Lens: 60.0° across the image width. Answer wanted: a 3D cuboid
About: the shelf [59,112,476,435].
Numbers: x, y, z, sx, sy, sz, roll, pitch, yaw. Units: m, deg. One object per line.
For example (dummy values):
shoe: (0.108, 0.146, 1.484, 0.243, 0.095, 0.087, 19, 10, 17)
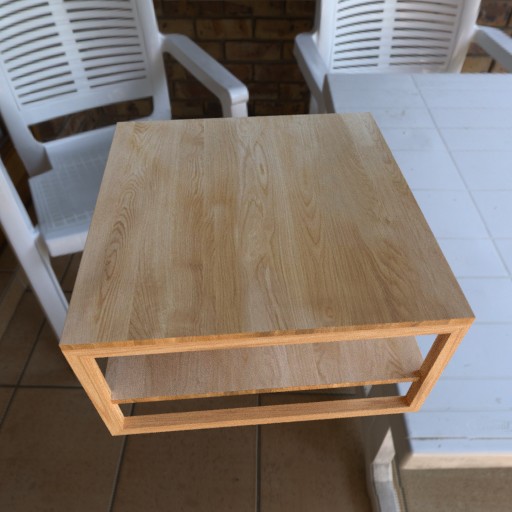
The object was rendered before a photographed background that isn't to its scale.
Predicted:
shelf: (0.000, 0.000, 1.430, 0.899, 0.480, 0.899, -3, 47, -3)
